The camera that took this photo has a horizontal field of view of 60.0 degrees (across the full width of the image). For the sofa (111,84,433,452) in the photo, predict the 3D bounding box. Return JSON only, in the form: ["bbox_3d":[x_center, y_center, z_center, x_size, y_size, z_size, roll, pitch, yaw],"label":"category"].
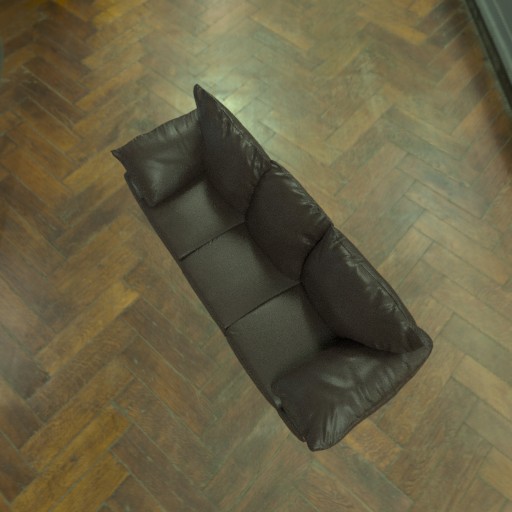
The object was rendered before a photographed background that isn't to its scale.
[{"bbox_3d":[0.000,0.000,2.941,0.907,1.091,2.390,-31,67,-15],"label":"sofa"}]
